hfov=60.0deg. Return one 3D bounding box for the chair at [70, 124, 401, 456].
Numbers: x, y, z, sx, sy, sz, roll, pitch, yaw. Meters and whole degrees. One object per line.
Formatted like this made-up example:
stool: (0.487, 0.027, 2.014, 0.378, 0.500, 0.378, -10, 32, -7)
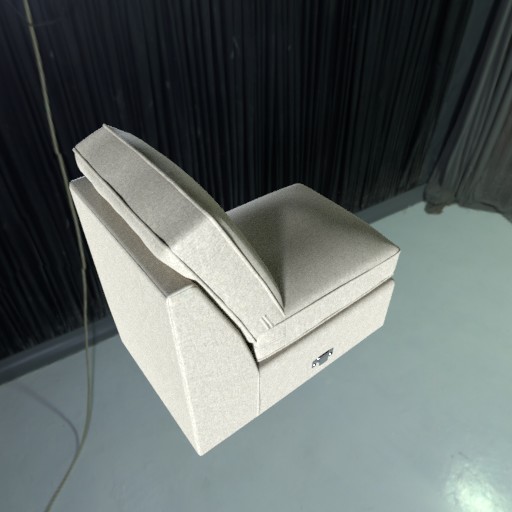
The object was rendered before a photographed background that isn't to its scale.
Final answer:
chair: (0.000, 0.000, 1.689, 1.020, 1.058, 0.674, -27, 48, -27)
